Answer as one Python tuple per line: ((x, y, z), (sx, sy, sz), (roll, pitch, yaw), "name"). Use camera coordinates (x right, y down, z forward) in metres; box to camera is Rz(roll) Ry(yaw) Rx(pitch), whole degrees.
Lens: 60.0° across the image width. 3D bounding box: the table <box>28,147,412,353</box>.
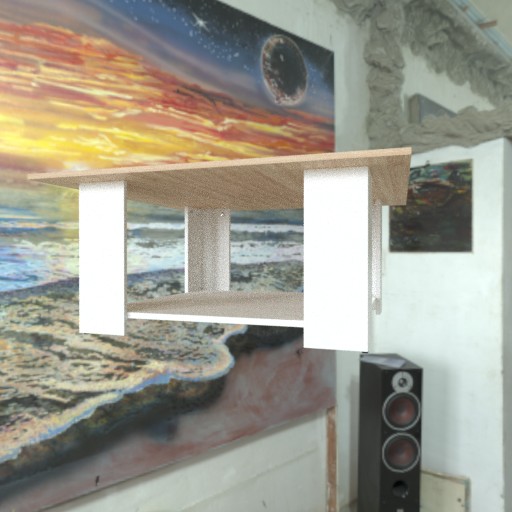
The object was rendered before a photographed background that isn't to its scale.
((0.000, 0.000, 1.034), (0.670, 0.305, 0.670), (0, 0, 18), "table")
